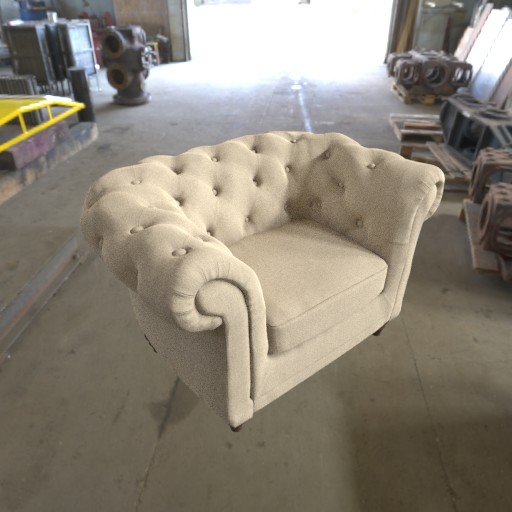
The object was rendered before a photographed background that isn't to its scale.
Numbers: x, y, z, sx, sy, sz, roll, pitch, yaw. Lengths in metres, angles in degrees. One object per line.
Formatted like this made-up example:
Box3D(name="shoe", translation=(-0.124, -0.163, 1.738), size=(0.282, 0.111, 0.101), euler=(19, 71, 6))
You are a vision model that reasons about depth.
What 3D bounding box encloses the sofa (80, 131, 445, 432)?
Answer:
Box3D(name="sofa", translation=(0.000, 0.000, 2.031), size=(1.405, 0.878, 1.034), euler=(-23, 39, -32))
